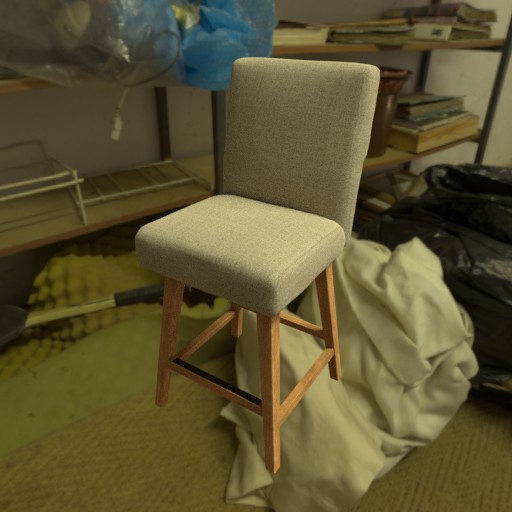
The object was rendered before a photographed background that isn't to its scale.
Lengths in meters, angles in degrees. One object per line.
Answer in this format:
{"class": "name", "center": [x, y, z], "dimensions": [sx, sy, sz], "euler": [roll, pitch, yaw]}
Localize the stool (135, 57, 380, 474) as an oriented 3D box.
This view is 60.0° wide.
{"class": "stool", "center": [0.000, 0.000, 1.282], "dimensions": [0.459, 1.010, 0.526], "euler": [17, 33, 29]}
